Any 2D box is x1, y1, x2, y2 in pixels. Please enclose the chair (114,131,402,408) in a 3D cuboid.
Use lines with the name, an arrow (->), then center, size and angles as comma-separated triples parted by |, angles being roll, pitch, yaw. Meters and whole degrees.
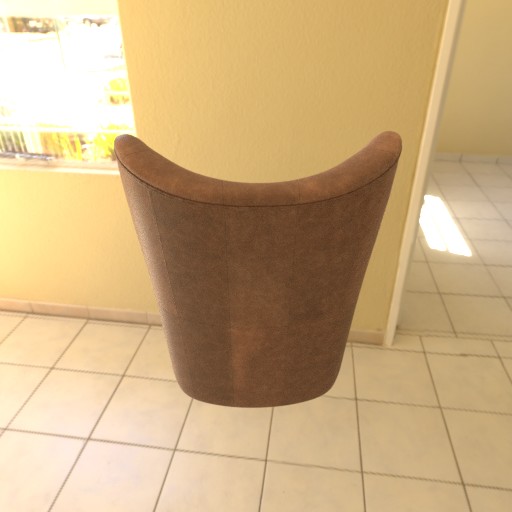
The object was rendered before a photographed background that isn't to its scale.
chair -> 0.000, 0.000, 1.734 | 0.831, 1.079, 0.930 | -1, 30, -2
